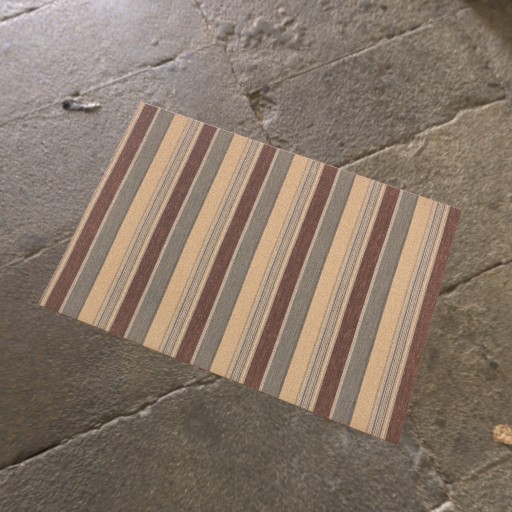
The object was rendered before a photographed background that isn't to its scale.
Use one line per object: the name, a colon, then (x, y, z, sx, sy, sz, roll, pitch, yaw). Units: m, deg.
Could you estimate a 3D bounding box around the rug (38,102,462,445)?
rug: (0.000, 0.000, 2.239, 1.829, 0.008, 1.219, 20, 76, 5)
